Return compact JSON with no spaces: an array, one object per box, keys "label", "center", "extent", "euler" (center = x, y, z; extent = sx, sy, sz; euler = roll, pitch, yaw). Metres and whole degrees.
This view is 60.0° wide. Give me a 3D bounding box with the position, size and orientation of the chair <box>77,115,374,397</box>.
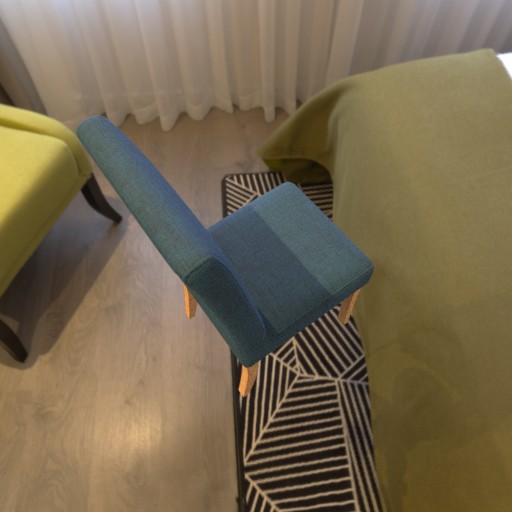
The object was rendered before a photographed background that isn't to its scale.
[{"label":"chair","center":[0.000,0.000,1.322],"extent":[0.610,1.029,0.450],"euler":[-31,63,-18]}]
